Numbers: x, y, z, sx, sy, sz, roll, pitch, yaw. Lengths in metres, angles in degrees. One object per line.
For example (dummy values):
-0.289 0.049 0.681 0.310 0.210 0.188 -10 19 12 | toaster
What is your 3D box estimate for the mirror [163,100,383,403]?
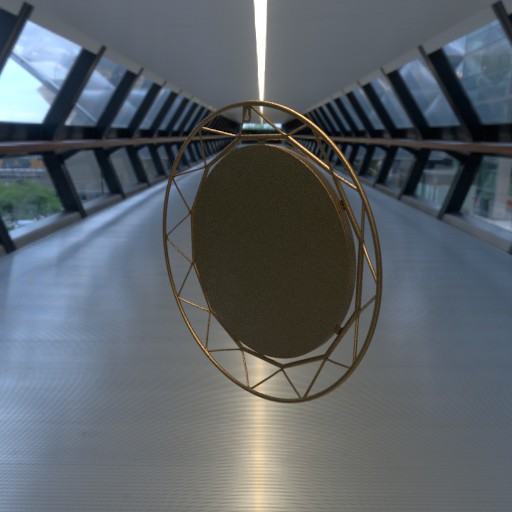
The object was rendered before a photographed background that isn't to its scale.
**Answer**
0.000 0.000 0.688 0.043 0.454 0.454 -14 20 -43 | mirror
